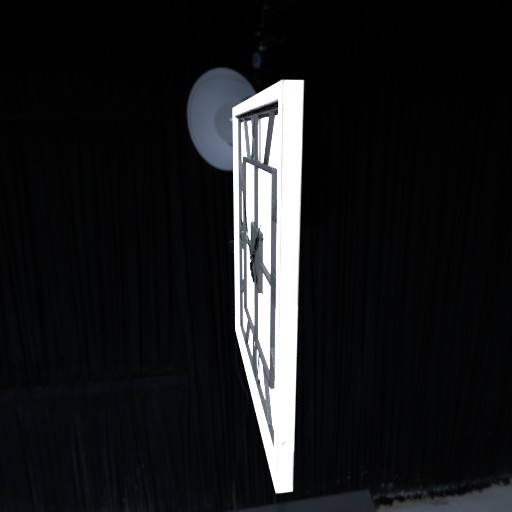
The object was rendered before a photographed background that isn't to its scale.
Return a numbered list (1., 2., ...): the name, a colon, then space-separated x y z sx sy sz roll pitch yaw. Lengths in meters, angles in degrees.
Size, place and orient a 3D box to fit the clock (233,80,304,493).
1. clock: 0.000 0.000 1.053 0.032 0.705 0.705 -2 16 -8
